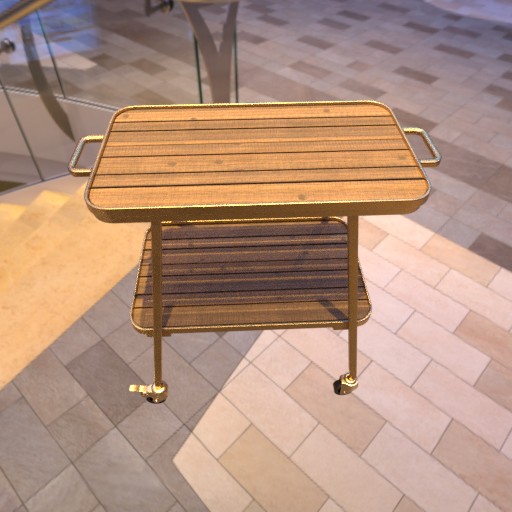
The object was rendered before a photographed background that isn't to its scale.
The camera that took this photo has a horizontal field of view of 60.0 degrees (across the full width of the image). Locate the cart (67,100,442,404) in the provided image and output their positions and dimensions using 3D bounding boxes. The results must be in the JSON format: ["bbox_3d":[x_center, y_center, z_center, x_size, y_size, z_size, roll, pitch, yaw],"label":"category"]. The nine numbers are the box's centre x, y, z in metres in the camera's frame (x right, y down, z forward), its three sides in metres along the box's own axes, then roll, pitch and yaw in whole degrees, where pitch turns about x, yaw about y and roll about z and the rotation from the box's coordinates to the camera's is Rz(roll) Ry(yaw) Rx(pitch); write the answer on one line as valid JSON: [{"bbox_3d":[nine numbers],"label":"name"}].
[{"bbox_3d":[0.000,0.000,1.235,0.806,0.700,0.524,-2,46,-2],"label":"cart"}]
